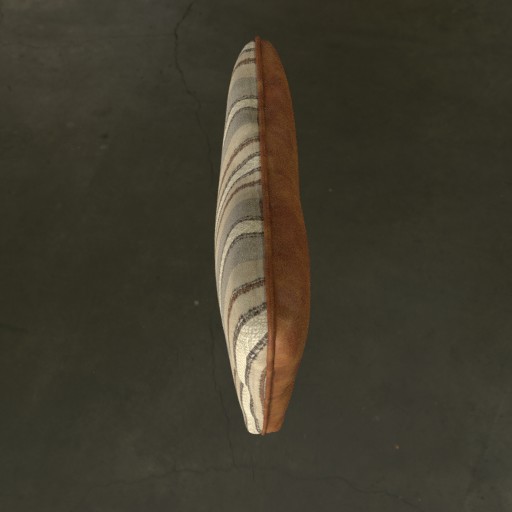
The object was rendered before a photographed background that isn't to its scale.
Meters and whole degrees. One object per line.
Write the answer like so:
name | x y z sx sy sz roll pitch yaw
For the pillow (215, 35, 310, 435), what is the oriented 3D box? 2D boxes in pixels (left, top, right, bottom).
pillow | 0.000 0.000 0.724 0.130 0.490 0.489 -1 58 -1
